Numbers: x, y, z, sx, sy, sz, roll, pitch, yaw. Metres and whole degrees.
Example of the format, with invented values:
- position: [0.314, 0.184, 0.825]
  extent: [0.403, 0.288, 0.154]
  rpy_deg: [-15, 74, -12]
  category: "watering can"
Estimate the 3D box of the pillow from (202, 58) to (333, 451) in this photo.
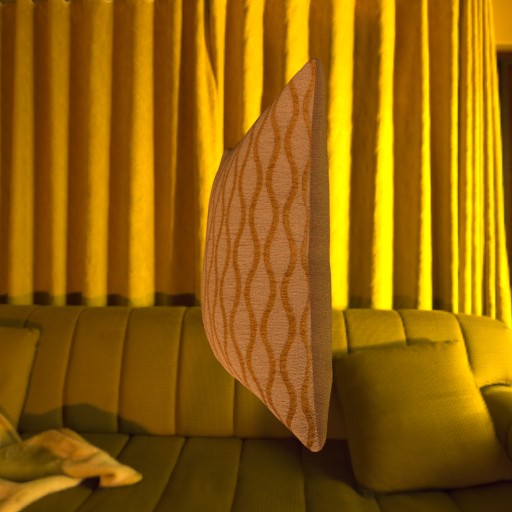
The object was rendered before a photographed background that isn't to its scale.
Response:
- position: [0.000, 0.000, 0.684]
  extent: [0.159, 0.436, 0.429]
  rpy_deg: [0, 0, -18]
  category: "pillow"
